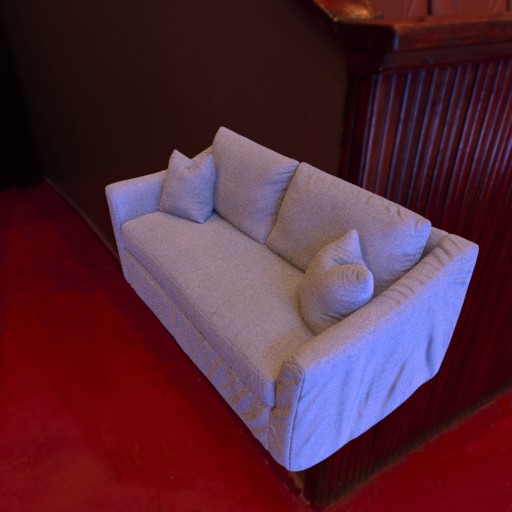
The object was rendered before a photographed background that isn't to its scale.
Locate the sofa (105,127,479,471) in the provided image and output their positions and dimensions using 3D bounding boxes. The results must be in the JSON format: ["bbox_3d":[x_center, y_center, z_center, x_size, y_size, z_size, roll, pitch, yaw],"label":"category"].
[{"bbox_3d":[0.000,0.000,2.587,1.072,1.018,2.010,-21,38,-30],"label":"sofa"}]
